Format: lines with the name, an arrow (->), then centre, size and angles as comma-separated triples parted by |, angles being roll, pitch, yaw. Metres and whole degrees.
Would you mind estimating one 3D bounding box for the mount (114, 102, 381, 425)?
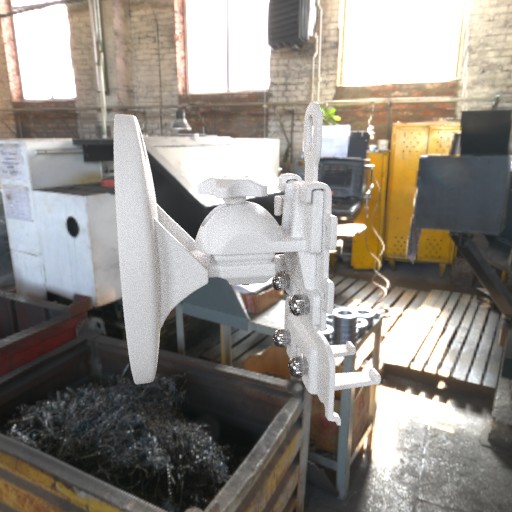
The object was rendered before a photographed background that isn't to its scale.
mount -> 0.000, 0.000, 0.178 | 0.100, 0.118, 0.066 | -3, 16, -11
